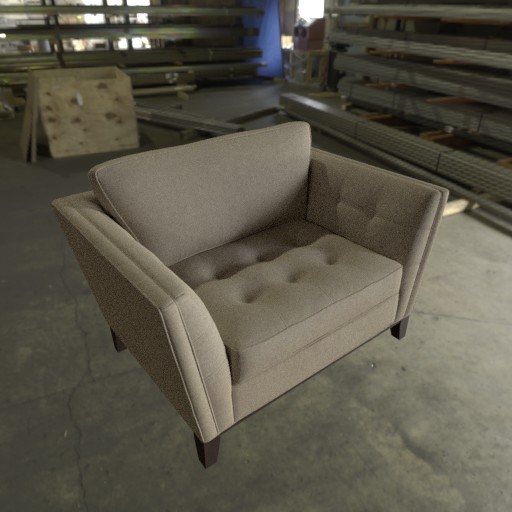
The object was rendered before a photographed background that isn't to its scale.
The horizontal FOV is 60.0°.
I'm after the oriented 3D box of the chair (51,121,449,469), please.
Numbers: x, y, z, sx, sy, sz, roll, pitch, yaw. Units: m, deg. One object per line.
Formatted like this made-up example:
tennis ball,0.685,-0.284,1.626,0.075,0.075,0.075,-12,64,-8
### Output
chair,0.000,0.000,2.007,1.397,0.940,0.965,-21,36,-32
